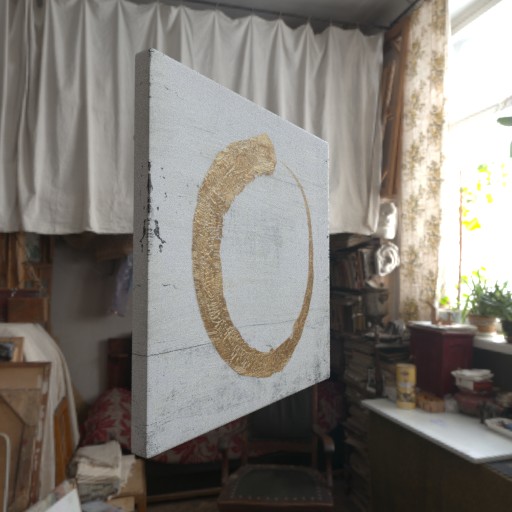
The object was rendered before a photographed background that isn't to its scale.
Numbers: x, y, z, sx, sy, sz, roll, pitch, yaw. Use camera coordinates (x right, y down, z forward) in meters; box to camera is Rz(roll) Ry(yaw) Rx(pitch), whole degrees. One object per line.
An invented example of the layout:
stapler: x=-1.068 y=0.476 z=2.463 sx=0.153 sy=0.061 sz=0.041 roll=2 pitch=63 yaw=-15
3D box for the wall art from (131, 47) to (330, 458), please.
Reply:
wall art: x=0.000 y=0.000 z=0.914 sx=0.040 sy=0.611 sz=0.610 roll=-1 pitch=-2 yaw=35
